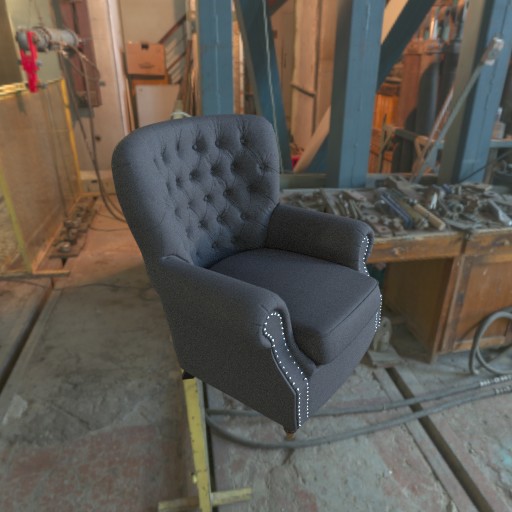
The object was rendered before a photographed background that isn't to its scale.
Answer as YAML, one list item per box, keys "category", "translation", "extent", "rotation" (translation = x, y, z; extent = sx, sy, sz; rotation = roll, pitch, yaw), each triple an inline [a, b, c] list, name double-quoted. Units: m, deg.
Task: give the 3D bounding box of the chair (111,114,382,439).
- category: "chair"
  translation: [0.000, 0.000, 1.880]
  extent: [0.983, 1.046, 0.983]
  rotation: [17, 30, 31]
